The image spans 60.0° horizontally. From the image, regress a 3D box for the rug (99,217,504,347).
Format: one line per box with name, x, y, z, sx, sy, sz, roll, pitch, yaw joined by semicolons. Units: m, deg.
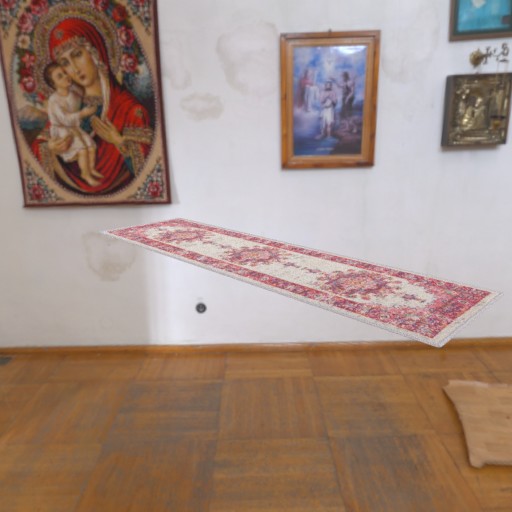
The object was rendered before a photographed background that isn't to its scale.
rug;0.000;0.000;2.412;2.294;0.011;0.666;15;22;42
